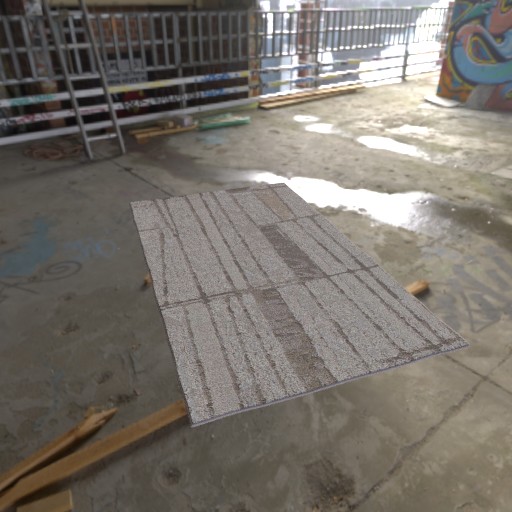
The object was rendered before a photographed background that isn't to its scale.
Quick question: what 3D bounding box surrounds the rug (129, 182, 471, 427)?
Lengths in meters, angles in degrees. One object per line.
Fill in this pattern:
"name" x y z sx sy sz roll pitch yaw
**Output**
"rug" 0.000 0.000 1.074 0.515 0.007 0.867 -10 32 -17
